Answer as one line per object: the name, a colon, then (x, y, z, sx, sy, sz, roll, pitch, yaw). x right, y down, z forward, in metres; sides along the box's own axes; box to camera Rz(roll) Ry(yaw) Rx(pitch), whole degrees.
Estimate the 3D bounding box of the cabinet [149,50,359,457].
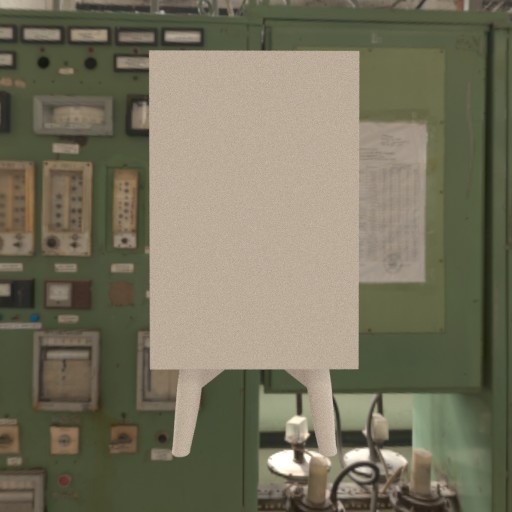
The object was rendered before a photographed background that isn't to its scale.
cabinet: (0.000, 0.000, 1.215, 0.398, 0.761, 0.800, 0, 1, 0)
